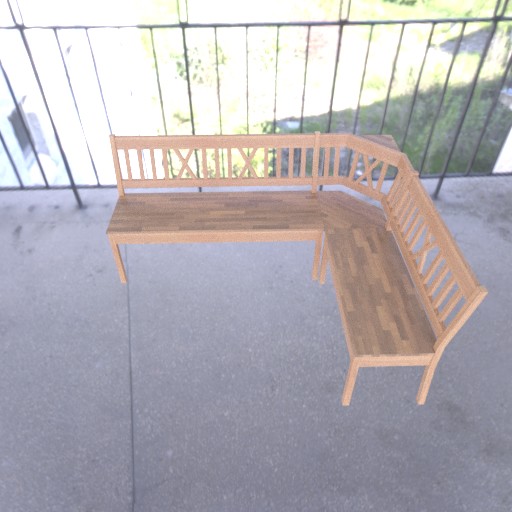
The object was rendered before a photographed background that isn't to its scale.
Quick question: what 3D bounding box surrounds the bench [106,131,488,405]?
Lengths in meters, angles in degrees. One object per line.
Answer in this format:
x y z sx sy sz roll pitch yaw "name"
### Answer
0.000 0.000 2.738 1.937 0.902 1.537 -1 41 -1 "bench"
